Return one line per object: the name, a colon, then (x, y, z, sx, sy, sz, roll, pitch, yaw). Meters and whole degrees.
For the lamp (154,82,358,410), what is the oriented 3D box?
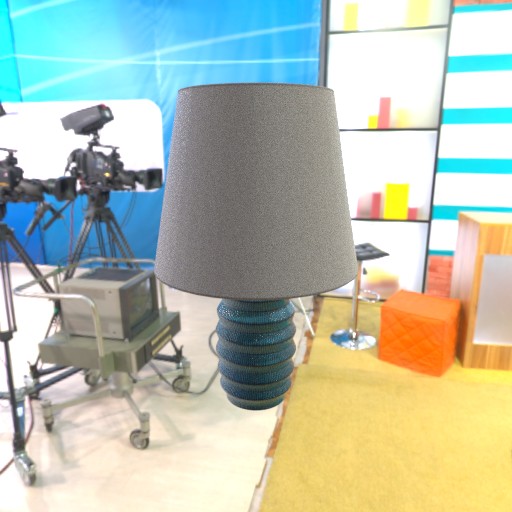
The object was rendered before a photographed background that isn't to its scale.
lamp: (0.000, 0.000, 0.563, 0.254, 0.392, 0.254, 0, 15, 0)
